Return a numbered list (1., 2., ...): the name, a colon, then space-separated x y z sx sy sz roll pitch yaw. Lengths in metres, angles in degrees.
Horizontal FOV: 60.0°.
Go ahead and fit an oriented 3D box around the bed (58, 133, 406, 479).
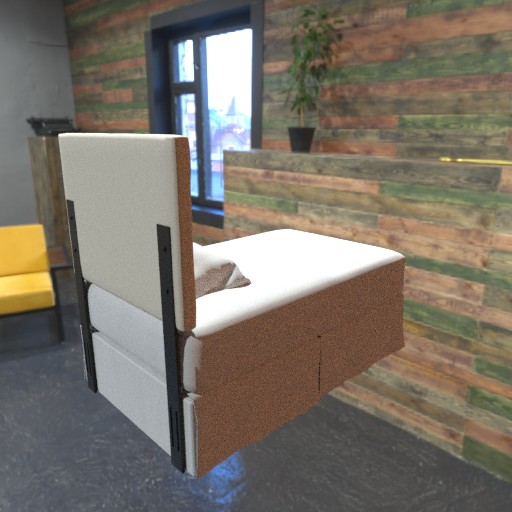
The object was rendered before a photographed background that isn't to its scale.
1. bed: 0.000 0.000 2.926 1.997 1.571 1.261 -15 22 -42
